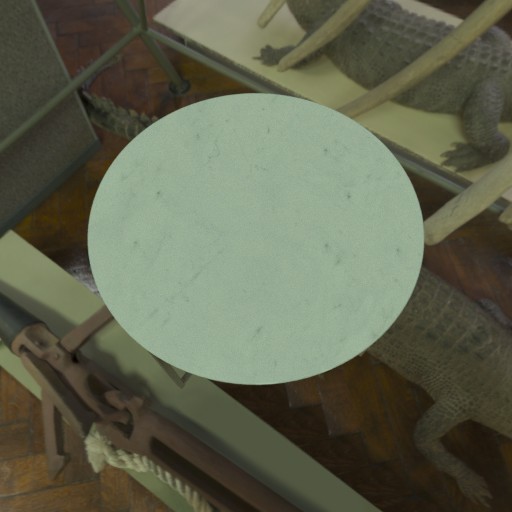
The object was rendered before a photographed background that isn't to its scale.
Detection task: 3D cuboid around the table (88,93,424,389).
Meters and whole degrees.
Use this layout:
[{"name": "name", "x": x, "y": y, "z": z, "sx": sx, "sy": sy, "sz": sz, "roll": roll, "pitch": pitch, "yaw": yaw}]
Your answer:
[{"name": "table", "x": 0.000, "y": 0.000, "z": 1.268, "sx": 0.800, "sy": 0.450, "sz": 0.800, "roll": 0, "pitch": 63, "yaw": 0}]
